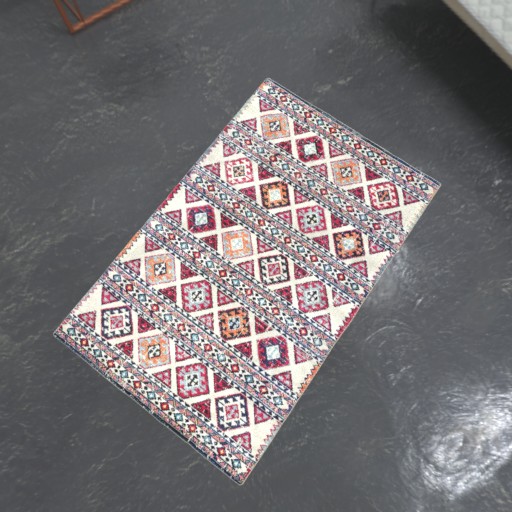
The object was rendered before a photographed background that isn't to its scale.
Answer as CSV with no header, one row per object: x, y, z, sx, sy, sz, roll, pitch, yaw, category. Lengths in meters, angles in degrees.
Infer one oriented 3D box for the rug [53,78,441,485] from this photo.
0.000,0.000,3.044,1.545,0.010,2.440,35,77,9,rug
